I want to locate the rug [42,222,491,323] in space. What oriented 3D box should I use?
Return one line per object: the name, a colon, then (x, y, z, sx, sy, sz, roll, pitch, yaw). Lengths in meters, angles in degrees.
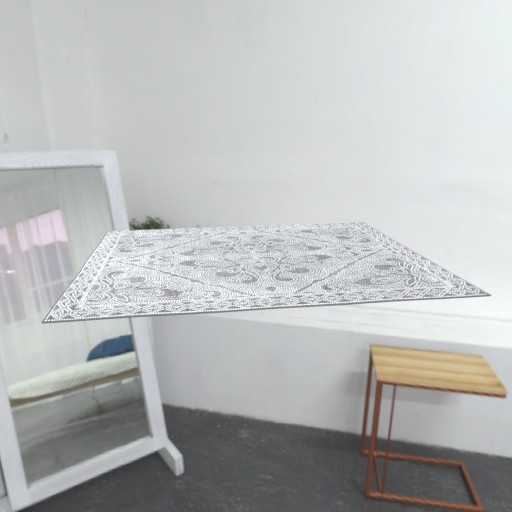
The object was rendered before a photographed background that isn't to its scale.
rug: (0.000, 0.000, 4.078, 3.048, 0.012, 2.438, -2, 17, -8)
